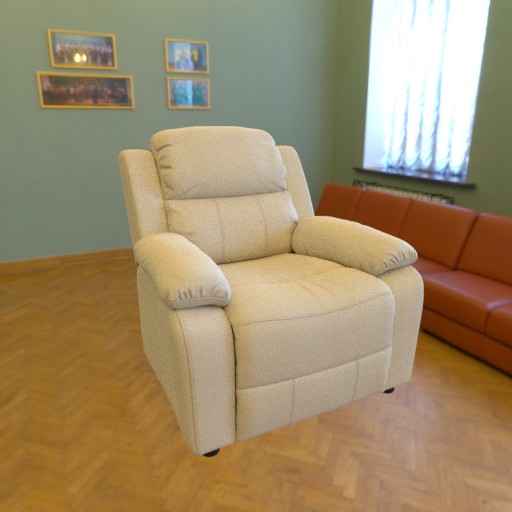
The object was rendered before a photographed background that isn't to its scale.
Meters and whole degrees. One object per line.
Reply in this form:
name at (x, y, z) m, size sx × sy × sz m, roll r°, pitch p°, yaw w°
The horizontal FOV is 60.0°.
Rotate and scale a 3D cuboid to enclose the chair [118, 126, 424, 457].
chair at (0.000, 0.000, 1.254) m, size 0.680 × 0.702 × 0.709 m, roll -8°, pitch 19°, yaw -26°
